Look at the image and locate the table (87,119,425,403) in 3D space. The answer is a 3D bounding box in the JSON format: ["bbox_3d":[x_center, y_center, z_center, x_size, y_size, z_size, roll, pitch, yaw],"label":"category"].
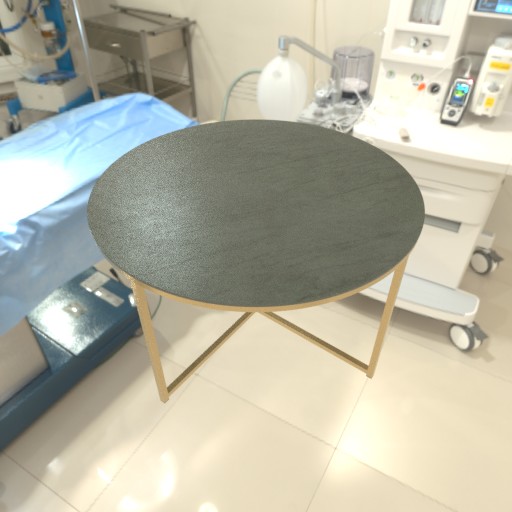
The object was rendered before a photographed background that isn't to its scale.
[{"bbox_3d":[0.000,0.000,1.238,0.800,0.450,0.800,0,40,0],"label":"table"}]
